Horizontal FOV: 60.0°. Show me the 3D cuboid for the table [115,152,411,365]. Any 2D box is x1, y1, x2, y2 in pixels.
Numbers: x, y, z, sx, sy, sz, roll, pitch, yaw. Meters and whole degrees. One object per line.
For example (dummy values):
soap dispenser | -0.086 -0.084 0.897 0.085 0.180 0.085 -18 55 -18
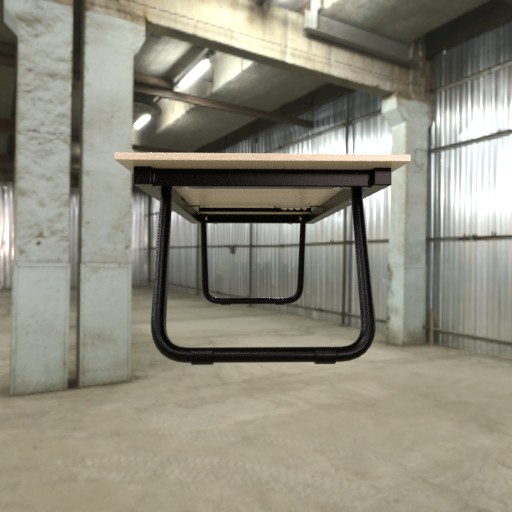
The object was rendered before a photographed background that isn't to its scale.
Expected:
table | 0.000 0.000 0.800 0.322 0.242 0.644 0 0 -2
